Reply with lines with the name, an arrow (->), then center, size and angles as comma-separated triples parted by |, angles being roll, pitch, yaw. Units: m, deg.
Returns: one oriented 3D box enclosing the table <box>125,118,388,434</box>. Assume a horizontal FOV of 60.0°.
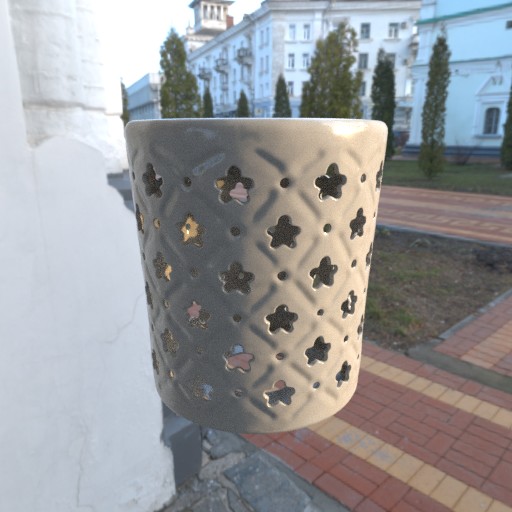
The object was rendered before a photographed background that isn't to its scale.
table -> 0.000, 0.000, 0.659 | 0.352, 0.387, 0.352 | 0, 15, 0
